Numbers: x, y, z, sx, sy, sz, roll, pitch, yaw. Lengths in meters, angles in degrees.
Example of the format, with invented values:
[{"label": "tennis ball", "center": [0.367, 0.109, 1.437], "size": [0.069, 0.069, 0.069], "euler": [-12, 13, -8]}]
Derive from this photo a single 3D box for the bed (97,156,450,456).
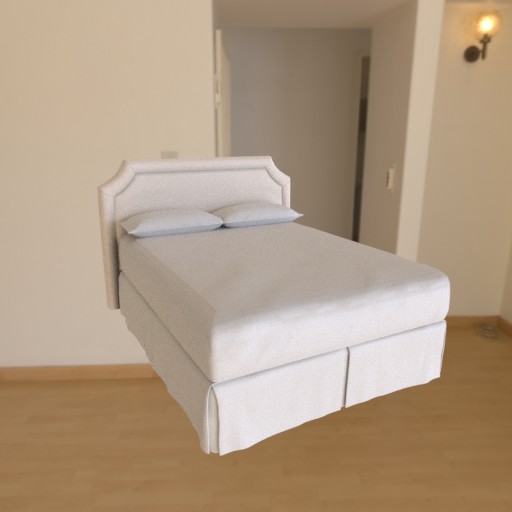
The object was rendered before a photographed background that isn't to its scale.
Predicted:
[{"label": "bed", "center": [0.000, 0.000, 3.225], "size": [1.828, 1.297, 2.164], "euler": [-8, 18, -27]}]
